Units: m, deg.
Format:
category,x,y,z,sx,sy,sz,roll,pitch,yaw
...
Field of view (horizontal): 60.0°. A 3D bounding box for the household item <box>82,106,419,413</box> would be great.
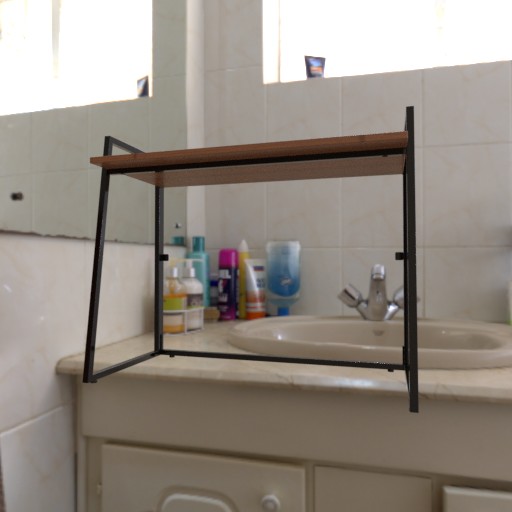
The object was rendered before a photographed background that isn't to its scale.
category,x,y,z,sx,sy,sz,roll,pitch,yaw
household item,0.000,0.000,1.566,1.050,0.860,0.510,0,-1,17
